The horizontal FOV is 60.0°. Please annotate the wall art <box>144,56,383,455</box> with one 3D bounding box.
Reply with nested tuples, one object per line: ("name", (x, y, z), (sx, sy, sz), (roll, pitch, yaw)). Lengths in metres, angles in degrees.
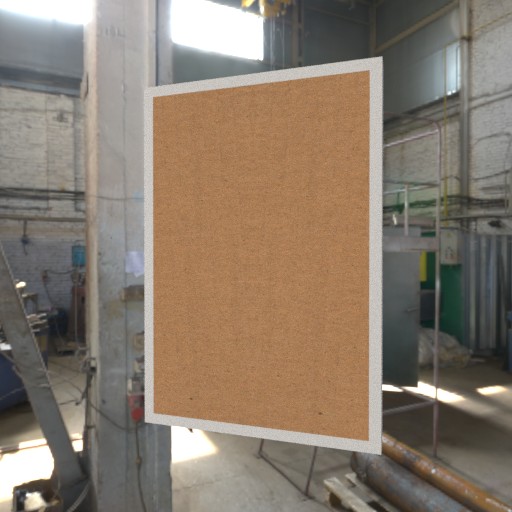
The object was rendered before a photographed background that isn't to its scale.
("wall art", (0.000, 0.000, 0.534), (0.293, 0.428, 0.025), (0, 1, 18))
